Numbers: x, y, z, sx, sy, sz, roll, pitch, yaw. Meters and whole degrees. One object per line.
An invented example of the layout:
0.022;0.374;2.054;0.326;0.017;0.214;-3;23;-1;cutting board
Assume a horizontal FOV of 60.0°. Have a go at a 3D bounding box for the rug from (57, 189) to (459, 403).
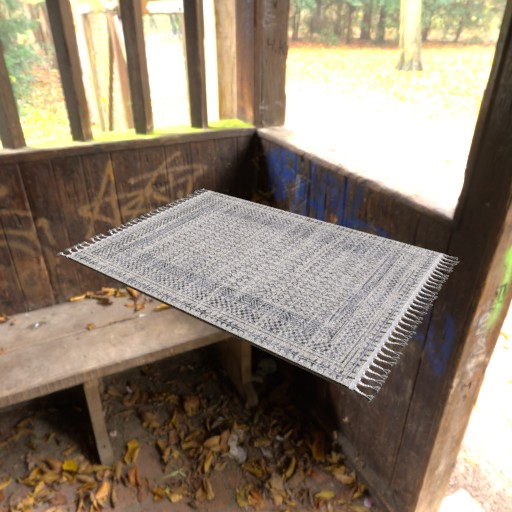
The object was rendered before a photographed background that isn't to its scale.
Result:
0.000;0.000;2.440;1.872;0.013;1.243;19;35;30;rug
